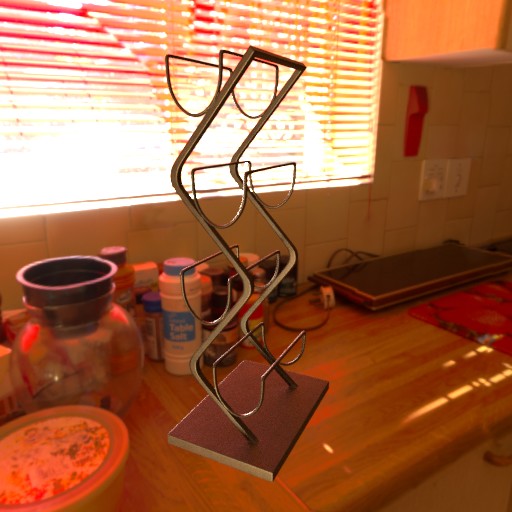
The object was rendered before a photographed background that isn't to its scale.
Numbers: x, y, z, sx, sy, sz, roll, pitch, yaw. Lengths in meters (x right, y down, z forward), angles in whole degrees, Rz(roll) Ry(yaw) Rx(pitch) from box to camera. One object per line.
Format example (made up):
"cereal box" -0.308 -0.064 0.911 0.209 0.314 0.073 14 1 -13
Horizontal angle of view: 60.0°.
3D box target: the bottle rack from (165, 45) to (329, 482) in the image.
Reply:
"bottle rack" 0.000 0.000 0.676 0.178 0.559 0.254 8 18 25
